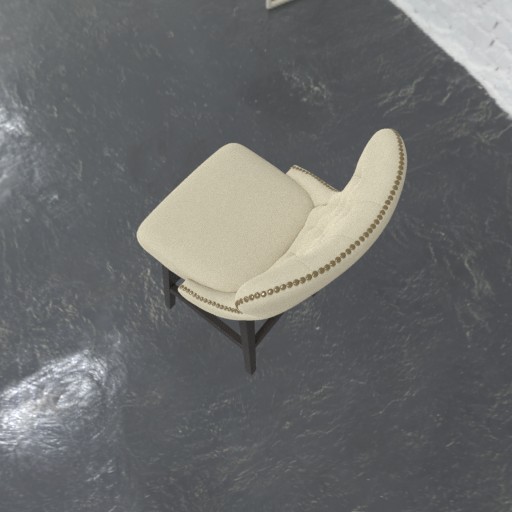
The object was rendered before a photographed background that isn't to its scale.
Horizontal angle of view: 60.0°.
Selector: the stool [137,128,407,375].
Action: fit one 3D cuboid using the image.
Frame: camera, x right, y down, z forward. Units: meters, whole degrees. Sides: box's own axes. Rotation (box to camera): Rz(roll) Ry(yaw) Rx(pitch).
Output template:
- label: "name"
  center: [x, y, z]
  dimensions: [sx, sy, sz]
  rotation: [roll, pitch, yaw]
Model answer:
- label: "stool"
  center: [0.000, 0.000, 1.334]
  dimensions: [0.593, 0.971, 0.528]
  rotation: [36, 69, 16]
